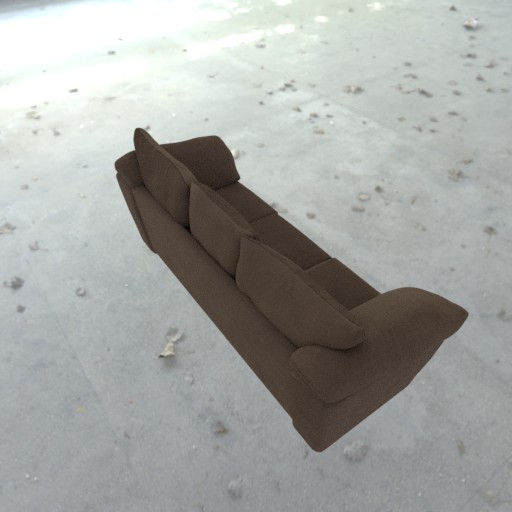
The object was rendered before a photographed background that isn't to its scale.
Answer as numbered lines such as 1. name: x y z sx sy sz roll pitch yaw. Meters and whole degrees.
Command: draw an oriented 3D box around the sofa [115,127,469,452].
1. sofa: 0.000 0.000 2.793 0.878 1.015 2.336 -26 48 -25
